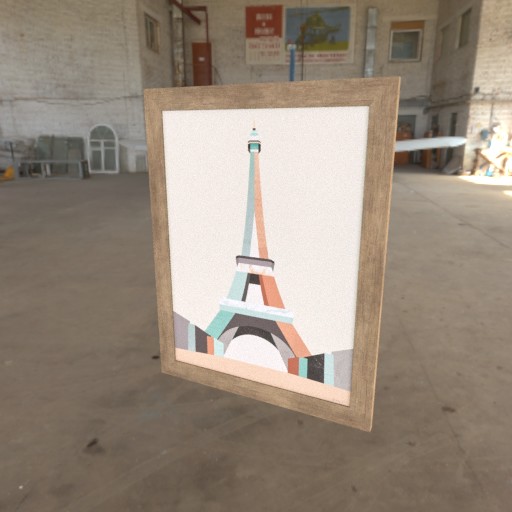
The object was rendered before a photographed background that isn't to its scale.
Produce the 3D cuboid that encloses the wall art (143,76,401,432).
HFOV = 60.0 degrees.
[{"bbox_3d":[0.000,0.000,0.943,0.534,0.686,0.018,8,18,25],"label":"wall art"}]
